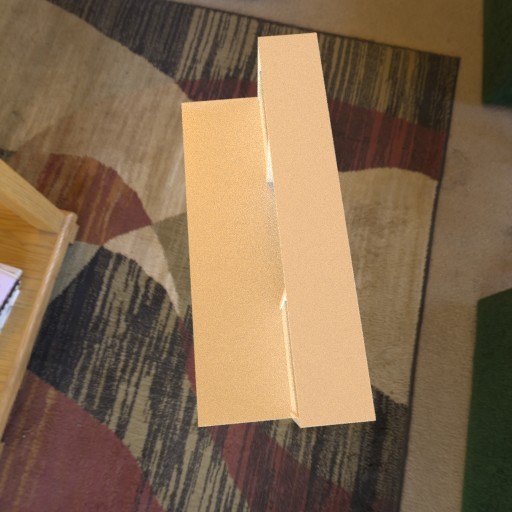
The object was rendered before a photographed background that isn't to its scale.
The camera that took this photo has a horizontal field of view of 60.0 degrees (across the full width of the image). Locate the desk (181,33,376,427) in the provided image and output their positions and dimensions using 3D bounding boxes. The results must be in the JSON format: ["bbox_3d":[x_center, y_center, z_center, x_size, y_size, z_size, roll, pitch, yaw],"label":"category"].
[{"bbox_3d":[0.000,0.000,1.758,0.559,0.990,1.199,-5,75,-1],"label":"desk"}]
